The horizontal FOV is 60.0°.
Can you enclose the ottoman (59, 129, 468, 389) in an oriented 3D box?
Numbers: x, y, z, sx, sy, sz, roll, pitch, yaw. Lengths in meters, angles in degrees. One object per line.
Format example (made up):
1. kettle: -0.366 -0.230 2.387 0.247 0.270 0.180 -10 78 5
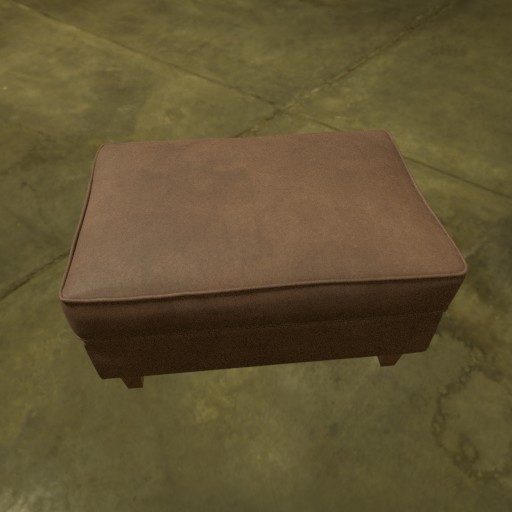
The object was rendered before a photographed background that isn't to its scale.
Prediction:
1. ottoman: 0.000 0.000 1.221 0.860 0.481 0.596 -4 46 -4
